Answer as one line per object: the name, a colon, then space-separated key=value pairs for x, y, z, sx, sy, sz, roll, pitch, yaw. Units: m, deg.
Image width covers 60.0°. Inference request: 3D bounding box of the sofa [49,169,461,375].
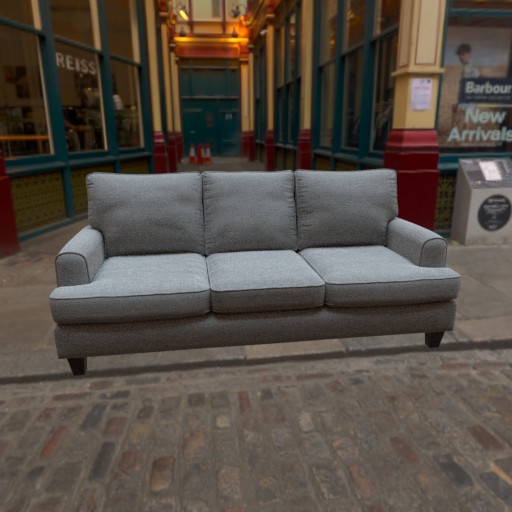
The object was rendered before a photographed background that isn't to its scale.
sofa: x=0.000 y=0.000 z=2.681 sx=2.158 sy=0.965 sz=0.951 roll=-2 pitch=17 yaw=-8
